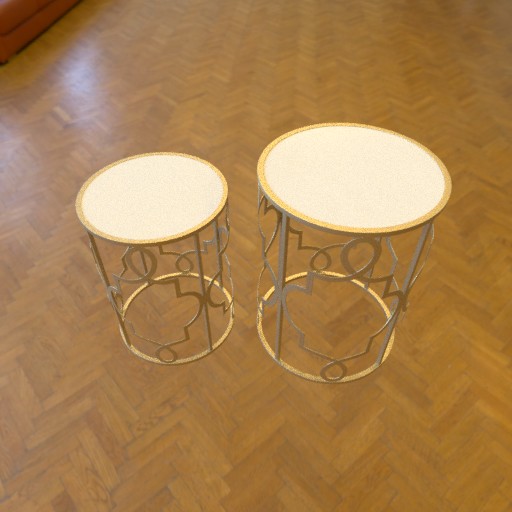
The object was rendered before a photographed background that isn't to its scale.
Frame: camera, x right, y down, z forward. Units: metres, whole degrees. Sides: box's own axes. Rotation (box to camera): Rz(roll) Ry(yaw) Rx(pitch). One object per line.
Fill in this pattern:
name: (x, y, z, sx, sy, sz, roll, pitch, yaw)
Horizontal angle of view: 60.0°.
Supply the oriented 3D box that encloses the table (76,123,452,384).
table: (0.000, 0.000, 1.188, 0.846, 0.564, 0.420, 2, 45, 2)
